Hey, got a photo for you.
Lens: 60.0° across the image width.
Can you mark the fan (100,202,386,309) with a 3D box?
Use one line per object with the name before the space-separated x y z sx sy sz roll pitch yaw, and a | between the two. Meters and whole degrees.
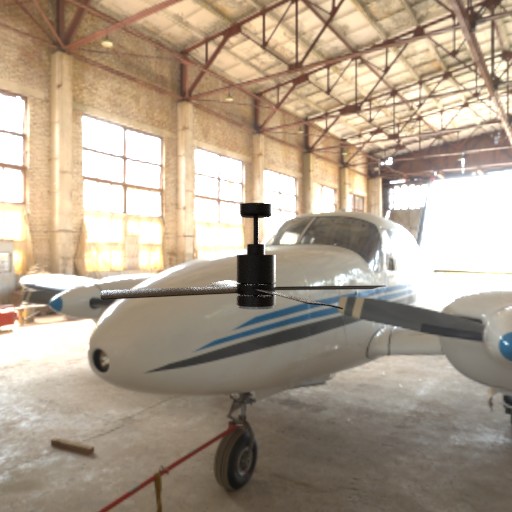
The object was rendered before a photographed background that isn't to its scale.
fan | 0.000 0.000 2.304 1.525 0.534 1.525 0 0 -19
